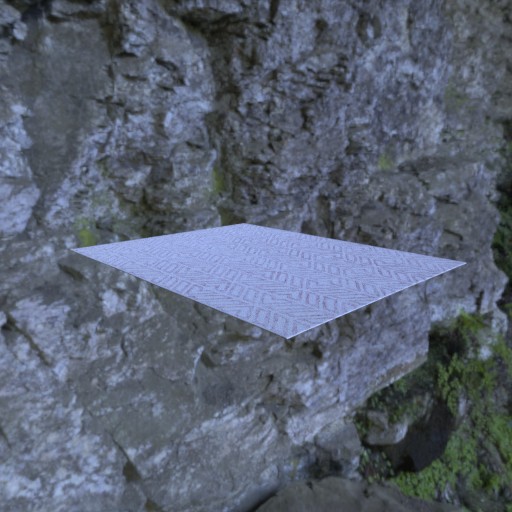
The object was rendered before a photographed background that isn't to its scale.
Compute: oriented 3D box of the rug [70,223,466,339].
[{"bbox_3d":[0.000,0.000,4.315,2.421,0.008,3.045,-13,18,-42],"label":"rug"}]
